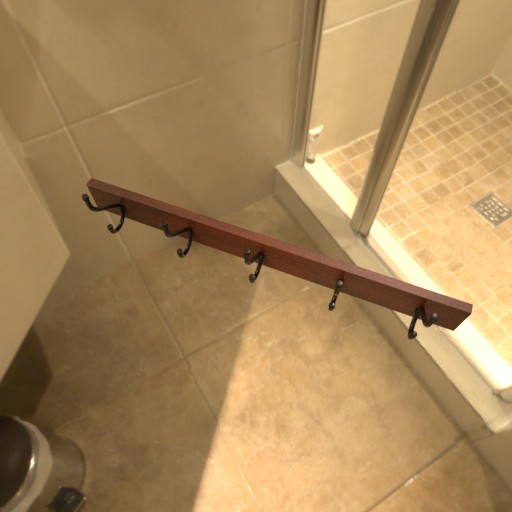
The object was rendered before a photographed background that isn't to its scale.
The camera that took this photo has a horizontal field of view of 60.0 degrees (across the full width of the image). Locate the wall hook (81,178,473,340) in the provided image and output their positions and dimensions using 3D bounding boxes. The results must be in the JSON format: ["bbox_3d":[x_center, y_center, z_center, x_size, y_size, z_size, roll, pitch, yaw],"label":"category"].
[{"bbox_3d":[0.000,0.000,0.608,0.571,0.117,0.071,19,61,11],"label":"wall hook"}]
